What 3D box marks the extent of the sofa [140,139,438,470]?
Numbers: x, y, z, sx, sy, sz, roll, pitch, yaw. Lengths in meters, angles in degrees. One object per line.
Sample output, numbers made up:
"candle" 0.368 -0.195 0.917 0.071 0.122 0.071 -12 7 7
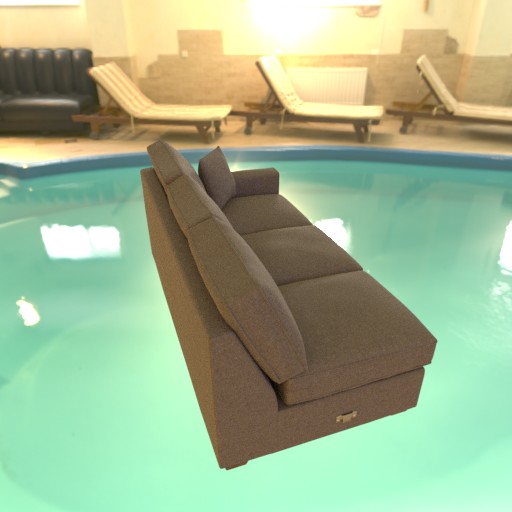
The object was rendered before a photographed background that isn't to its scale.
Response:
"sofa" 0.000 0.000 2.563 1.034 0.946 1.963 -10 31 -17
